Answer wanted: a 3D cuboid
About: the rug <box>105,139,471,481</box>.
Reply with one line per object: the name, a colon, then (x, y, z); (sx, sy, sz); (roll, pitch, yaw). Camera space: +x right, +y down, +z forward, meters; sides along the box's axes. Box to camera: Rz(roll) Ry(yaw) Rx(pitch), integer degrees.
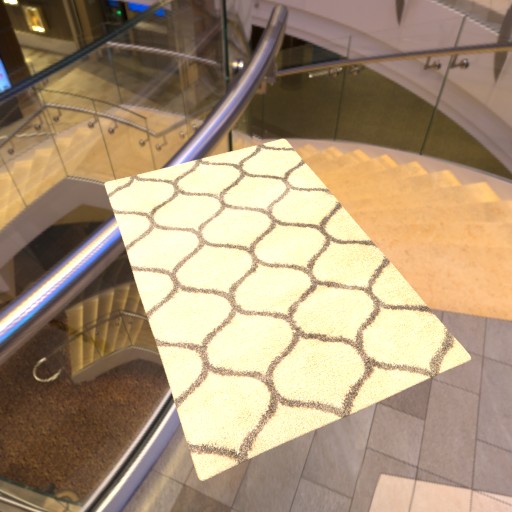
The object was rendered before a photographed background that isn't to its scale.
rug: (0.000, 0.000, 3.378); (1.801, 0.026, 2.701); (-18, 50, -16)
